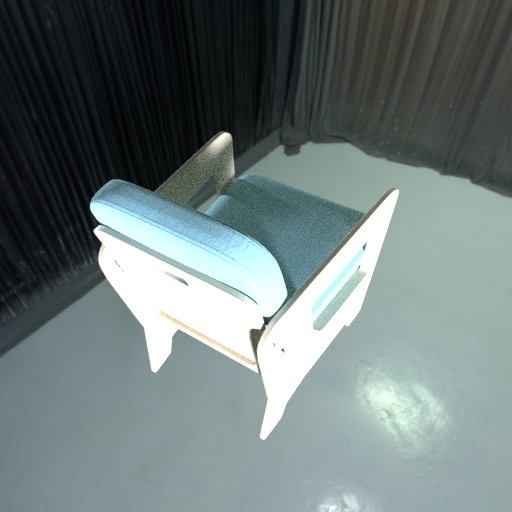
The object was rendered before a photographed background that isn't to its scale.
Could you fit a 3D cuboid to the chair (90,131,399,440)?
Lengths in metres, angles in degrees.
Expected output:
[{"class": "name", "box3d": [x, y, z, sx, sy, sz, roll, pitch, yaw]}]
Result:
[{"class": "chair", "box3d": [0.000, 0.000, 1.298, 0.590, 0.800, 0.710, 24, 50, 22]}]
